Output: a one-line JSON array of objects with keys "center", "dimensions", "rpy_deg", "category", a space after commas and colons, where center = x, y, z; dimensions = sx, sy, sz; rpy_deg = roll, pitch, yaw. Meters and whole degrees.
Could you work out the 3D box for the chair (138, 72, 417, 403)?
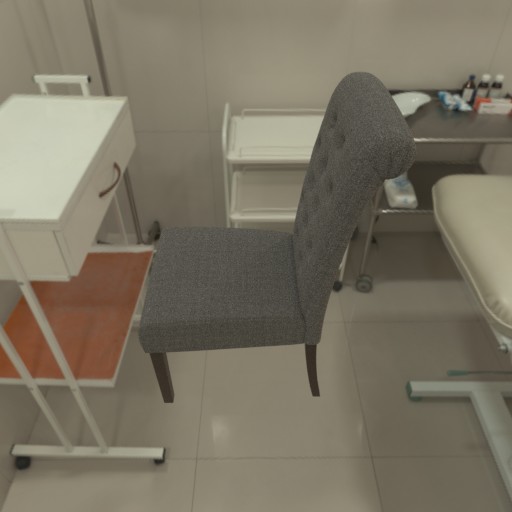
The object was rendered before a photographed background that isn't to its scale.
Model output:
[{"center": [0.000, 0.000, 1.359], "dimensions": [0.671, 1.006, 0.456], "rpy_deg": [0, 42, 0], "category": "chair"}]
